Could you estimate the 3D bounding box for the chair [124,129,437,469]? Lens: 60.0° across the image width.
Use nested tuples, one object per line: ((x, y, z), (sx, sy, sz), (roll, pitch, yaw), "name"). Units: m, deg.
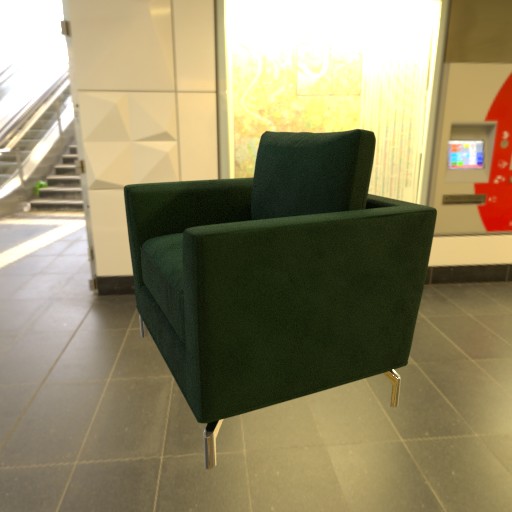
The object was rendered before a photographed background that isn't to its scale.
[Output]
((0.000, 0.000, 1.802), (0.852, 0.997, 1.047), (-8, 18, -24), "chair")
